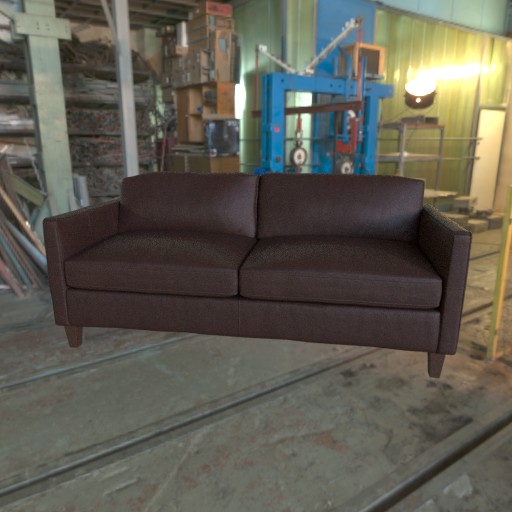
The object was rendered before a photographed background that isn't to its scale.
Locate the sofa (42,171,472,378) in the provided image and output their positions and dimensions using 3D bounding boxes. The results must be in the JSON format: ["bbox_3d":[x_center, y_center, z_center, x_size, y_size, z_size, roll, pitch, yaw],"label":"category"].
[{"bbox_3d":[0.000,0.000,2.428,1.971,0.863,0.923,3,15,9],"label":"sofa"}]
